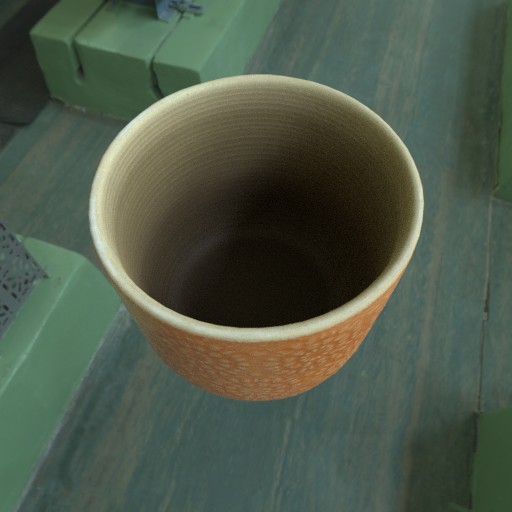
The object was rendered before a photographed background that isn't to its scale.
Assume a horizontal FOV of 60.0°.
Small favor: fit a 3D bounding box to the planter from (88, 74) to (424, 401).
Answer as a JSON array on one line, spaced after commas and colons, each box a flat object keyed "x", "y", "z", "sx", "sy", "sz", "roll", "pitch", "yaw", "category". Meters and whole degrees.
[{"x": 0.000, "y": 0.000, "z": 0.280, "sx": 0.170, "sy": 0.152, "sz": 0.170, "roll": 0, "pitch": 59, "yaw": 0, "category": "planter"}]
